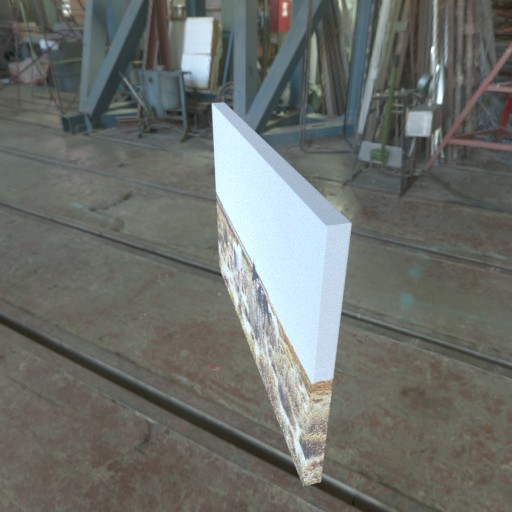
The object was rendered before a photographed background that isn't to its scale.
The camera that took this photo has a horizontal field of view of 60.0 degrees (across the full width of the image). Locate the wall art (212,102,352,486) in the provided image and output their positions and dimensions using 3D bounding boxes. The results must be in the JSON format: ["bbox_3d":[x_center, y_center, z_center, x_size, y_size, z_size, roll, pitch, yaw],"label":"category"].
[{"bbox_3d":[0.000,0.000,1.459,0.051,0.761,1.138,-8,31,-13],"label":"wall art"}]
